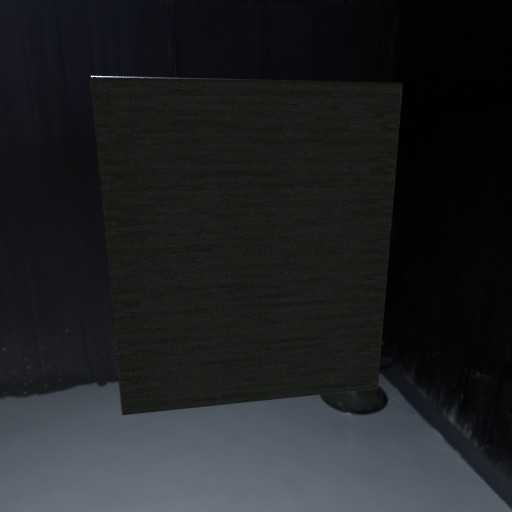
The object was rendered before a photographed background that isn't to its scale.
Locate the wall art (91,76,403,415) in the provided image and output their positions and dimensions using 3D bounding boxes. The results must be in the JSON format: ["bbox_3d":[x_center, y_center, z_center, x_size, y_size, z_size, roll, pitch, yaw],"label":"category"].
[{"bbox_3d":[0.000,0.000,0.753,0.483,0.559,0.009,-3,16,-10],"label":"wall art"}]
